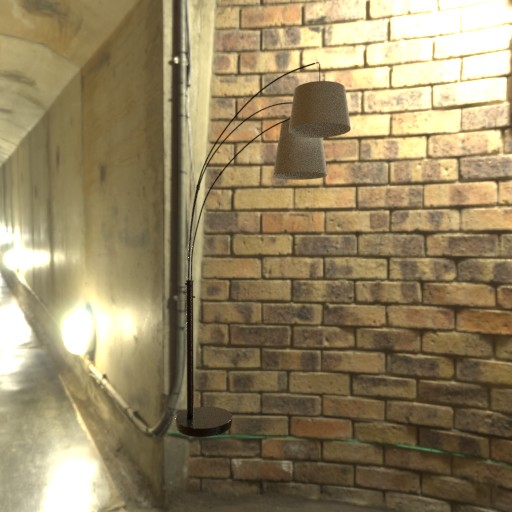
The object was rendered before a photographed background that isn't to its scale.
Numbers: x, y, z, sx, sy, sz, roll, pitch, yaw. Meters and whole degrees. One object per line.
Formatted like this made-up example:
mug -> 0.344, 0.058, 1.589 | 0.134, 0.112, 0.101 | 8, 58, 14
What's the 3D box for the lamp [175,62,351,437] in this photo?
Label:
lamp -> 0.000, 0.000, 2.549 | 0.924, 1.950, 0.951 | 0, 2, -1
